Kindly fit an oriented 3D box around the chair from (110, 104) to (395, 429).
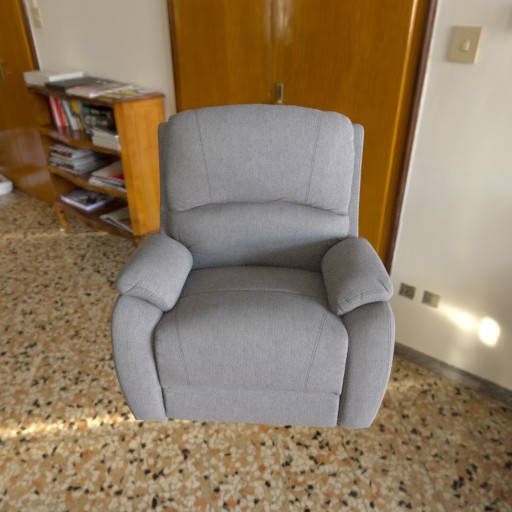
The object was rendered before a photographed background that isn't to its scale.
[{"bbox_3d":[0.000,0.000,1.716,0.930,1.011,0.899,1,30,2],"label":"chair"}]
